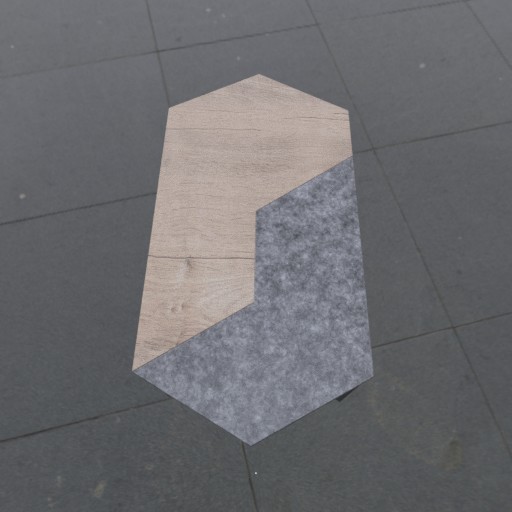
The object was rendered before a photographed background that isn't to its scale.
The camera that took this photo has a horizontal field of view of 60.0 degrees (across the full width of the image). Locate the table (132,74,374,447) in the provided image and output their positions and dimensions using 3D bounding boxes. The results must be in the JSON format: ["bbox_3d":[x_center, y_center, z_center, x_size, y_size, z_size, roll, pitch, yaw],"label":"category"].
[{"bbox_3d":[0.000,0.000,1.514,0.609,0.457,1.219,1,64,0],"label":"table"}]
